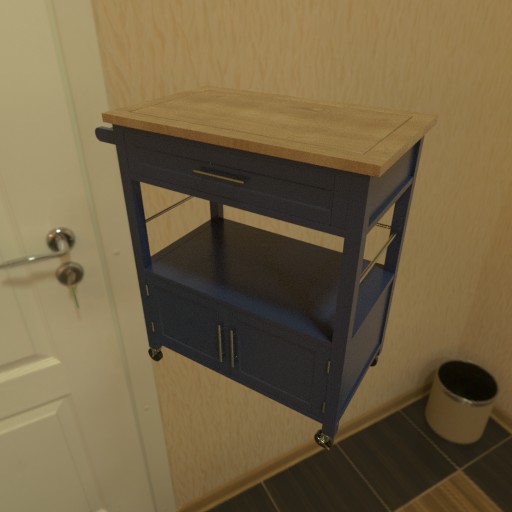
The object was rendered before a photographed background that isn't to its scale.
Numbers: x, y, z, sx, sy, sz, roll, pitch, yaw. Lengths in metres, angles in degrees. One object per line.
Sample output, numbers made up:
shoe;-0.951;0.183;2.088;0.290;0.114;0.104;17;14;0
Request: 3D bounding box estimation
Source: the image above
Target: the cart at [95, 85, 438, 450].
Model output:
cart;0.000;0.000;1.420;0.840;0.901;0.459;18;36;27
